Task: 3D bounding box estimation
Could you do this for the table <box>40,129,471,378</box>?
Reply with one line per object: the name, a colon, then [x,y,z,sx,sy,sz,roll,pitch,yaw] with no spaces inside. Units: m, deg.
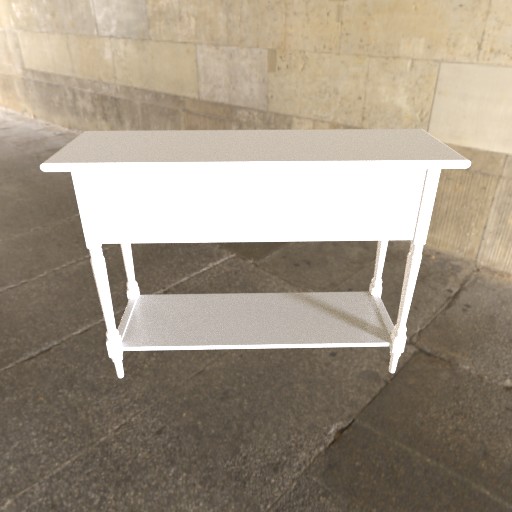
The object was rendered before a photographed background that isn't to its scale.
table: [0.000,0.000,1.589,1.197,0.808,0.384,-1,29,-1]
